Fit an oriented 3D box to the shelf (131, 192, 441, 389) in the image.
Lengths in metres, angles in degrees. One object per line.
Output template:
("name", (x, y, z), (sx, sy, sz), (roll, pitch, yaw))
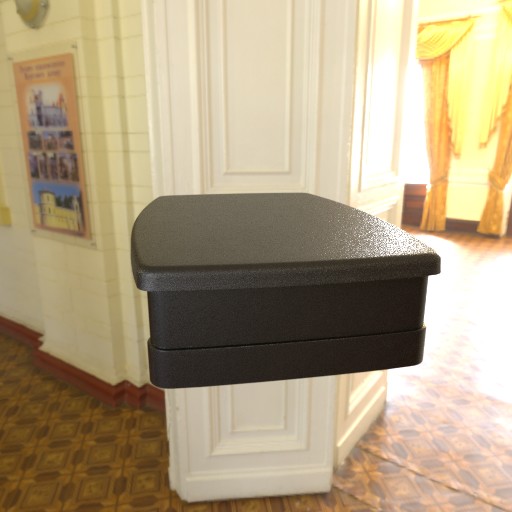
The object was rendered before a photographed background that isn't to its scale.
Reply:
("shelf", (0.000, 0.000, 0.533), (0.280, 0.100, 0.410), (-3, 16, -10))
